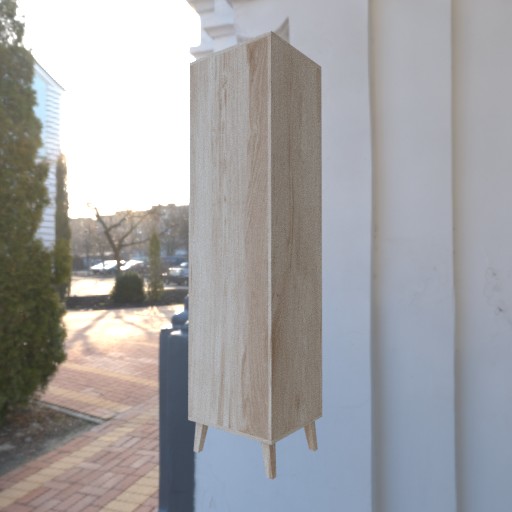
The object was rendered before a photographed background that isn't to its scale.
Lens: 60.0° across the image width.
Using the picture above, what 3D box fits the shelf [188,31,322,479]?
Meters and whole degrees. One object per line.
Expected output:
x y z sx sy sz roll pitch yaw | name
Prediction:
0.000 0.000 2.254 0.510 1.960 0.450 -1 -1 37 | shelf
